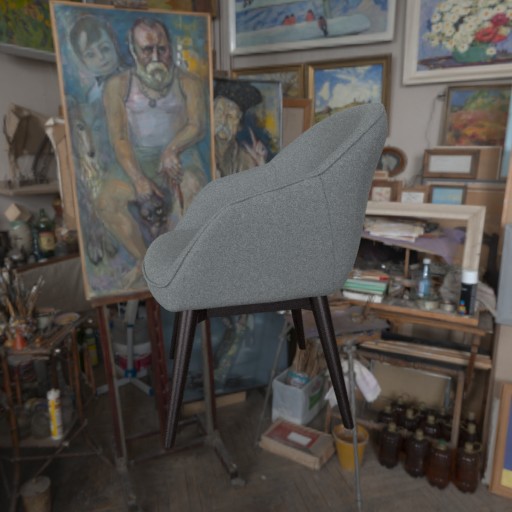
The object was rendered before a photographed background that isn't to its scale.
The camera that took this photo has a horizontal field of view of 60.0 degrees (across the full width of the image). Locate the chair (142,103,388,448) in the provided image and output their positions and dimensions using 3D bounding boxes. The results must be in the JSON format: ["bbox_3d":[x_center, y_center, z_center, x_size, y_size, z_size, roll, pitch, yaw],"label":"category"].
[{"bbox_3d":[0.000,0.000,1.236,0.611,0.810,0.589,-2,14,-9],"label":"chair"}]
